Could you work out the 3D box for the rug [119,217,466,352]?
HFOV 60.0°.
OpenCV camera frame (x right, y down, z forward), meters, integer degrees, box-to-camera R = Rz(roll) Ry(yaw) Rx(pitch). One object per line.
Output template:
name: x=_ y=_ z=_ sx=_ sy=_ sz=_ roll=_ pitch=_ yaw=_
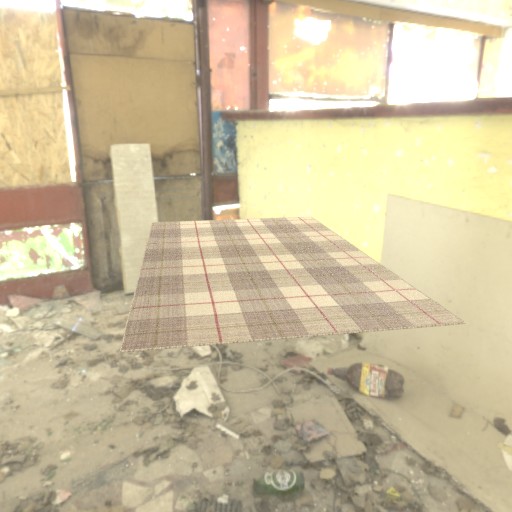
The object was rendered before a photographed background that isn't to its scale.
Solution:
rug: x=0.000 y=0.000 z=3.064 sx=1.549 sy=0.010 sz=2.464 roll=-3 pitch=17 yaw=-10
